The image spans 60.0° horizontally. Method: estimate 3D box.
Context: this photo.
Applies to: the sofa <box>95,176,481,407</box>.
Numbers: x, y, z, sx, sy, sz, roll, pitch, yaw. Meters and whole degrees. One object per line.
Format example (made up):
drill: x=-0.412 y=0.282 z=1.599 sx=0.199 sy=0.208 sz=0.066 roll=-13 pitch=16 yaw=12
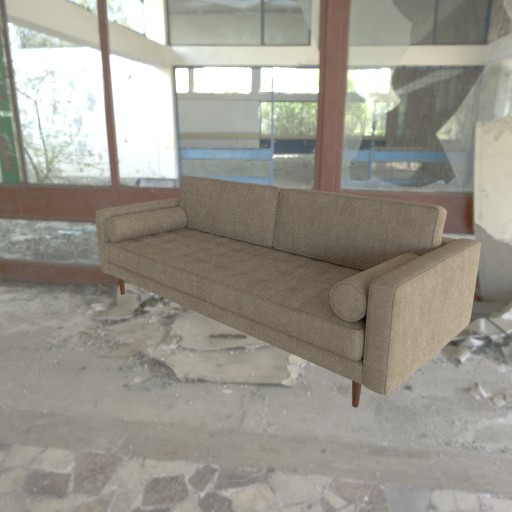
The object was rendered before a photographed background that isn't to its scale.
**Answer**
sofa: x=0.000 y=0.000 z=2.610 sx=2.200 sy=0.770 sz=0.919 roll=15 pitch=22 yaw=42
